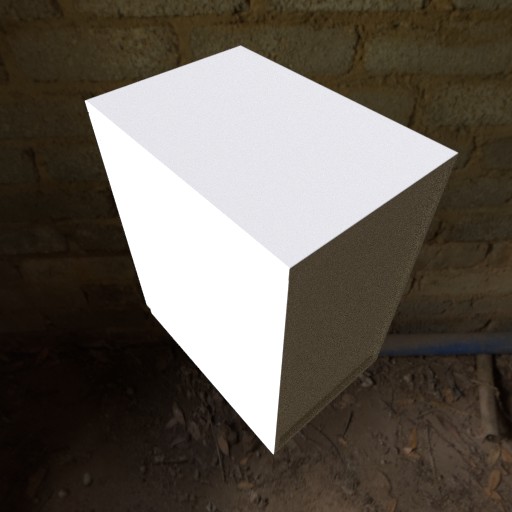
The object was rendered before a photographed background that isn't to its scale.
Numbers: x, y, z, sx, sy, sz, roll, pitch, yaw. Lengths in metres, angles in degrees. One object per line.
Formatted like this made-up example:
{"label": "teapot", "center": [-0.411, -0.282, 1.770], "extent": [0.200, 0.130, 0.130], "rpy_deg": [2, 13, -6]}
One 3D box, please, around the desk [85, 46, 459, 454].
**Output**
{"label": "desk", "center": [0.000, 0.000, 1.095], "extent": [0.404, 0.730, 0.600], "rpy_deg": [-33, 55, -26]}
